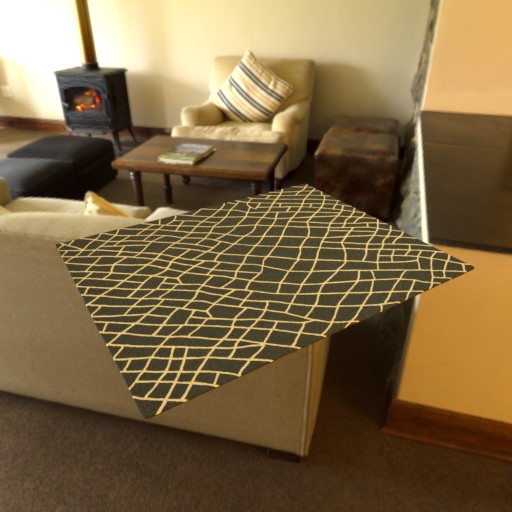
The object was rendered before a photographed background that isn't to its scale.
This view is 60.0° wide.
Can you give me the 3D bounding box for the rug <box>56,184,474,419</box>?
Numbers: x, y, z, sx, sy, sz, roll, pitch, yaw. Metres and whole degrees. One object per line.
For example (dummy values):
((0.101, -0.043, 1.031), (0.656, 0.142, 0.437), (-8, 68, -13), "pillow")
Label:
((0.000, 0.000, 4.091), (3.047, 0.022, 2.439), (-18, 35, -28), "rug")
